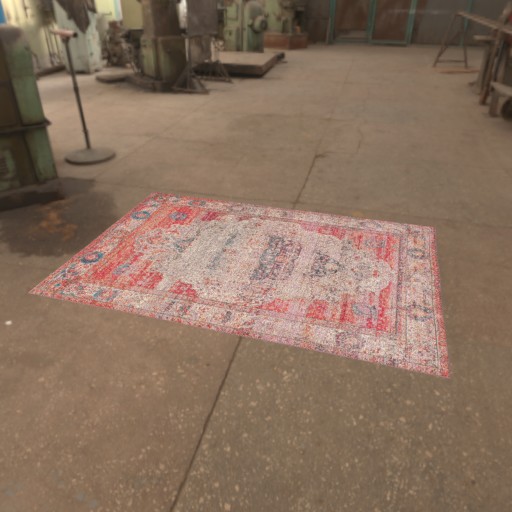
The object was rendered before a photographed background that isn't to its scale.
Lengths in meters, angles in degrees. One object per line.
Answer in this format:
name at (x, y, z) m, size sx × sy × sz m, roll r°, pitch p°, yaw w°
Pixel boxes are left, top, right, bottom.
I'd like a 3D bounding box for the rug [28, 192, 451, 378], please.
rug at (0.000, 0.000, 2.315) m, size 1.829 × 0.006 × 1.219 m, roll 9°, pitch 33°, yaw 14°
